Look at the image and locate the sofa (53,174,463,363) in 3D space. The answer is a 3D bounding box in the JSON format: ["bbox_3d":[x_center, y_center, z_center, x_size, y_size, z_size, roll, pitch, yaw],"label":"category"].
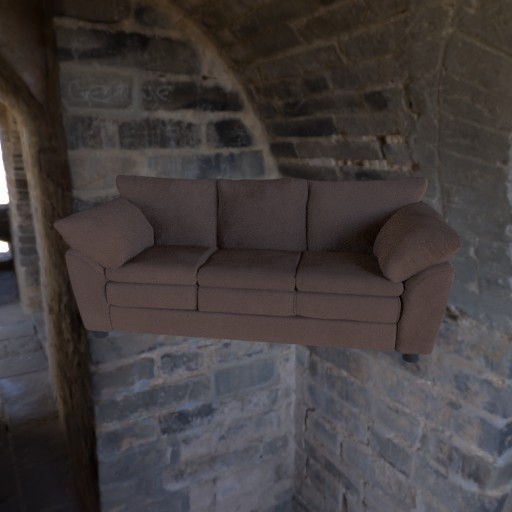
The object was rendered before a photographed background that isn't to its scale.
[{"bbox_3d":[0.000,0.000,2.915,2.336,1.015,0.878,2,13,10],"label":"sofa"}]
